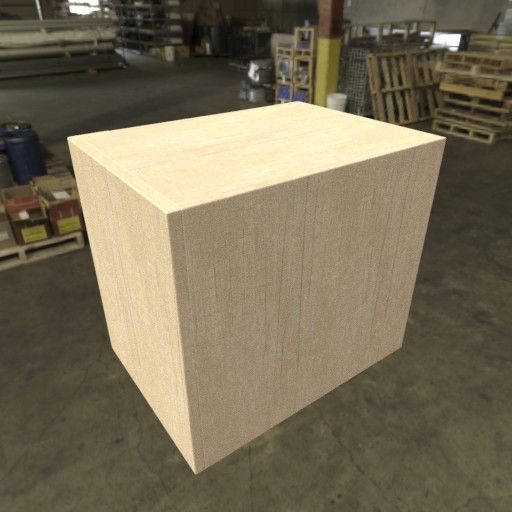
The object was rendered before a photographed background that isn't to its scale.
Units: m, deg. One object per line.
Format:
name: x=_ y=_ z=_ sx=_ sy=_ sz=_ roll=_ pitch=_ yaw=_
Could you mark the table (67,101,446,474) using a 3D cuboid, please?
table: x=0.000 y=0.000 z=0.951 sx=0.570 sy=0.510 sz=0.420 roll=-20 pitch=36 yaw=-31
